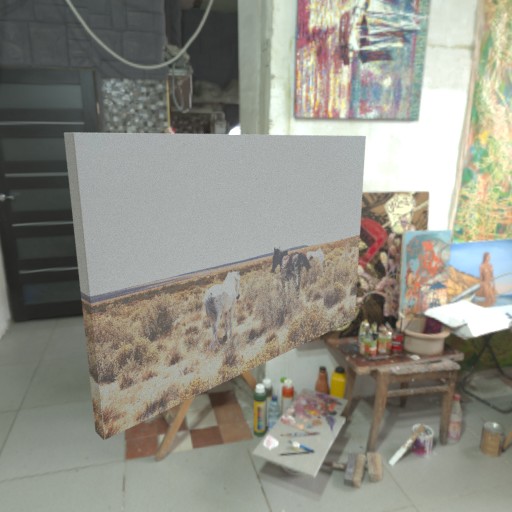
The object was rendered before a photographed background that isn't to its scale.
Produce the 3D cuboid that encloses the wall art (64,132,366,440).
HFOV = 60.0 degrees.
[{"bbox_3d":[0.000,0.000,1.443,1.138,0.761,0.051,-14,20,-42],"label":"wall art"}]
